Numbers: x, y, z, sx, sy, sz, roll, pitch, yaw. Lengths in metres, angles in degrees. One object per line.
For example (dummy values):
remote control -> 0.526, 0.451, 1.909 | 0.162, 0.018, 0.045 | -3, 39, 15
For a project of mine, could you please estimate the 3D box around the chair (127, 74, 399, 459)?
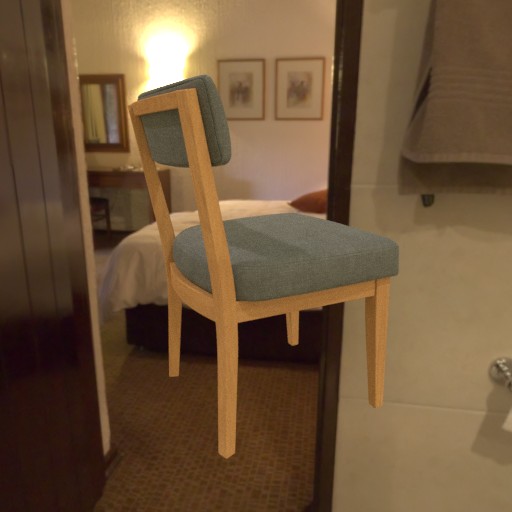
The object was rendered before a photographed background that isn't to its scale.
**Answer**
chair -> 0.000, 0.000, 1.191 | 0.572, 0.832, 0.508 | -8, 17, -27
